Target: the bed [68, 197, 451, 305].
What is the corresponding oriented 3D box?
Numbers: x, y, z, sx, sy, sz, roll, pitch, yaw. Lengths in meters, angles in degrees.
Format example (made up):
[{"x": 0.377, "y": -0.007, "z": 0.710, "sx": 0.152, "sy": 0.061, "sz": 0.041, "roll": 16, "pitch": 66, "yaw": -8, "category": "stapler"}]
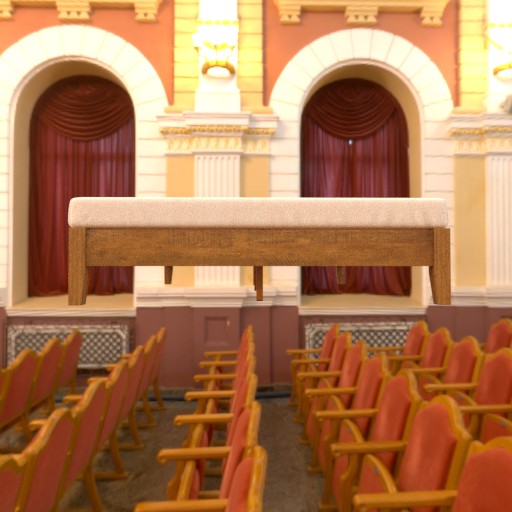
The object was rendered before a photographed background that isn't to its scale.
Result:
[{"x": 0.000, "y": 0.000, "z": 2.757, "sx": 1.536, "sy": 0.431, "sz": 2.016, "roll": 0, "pitch": -1, "yaw": -1, "category": "bed"}]
